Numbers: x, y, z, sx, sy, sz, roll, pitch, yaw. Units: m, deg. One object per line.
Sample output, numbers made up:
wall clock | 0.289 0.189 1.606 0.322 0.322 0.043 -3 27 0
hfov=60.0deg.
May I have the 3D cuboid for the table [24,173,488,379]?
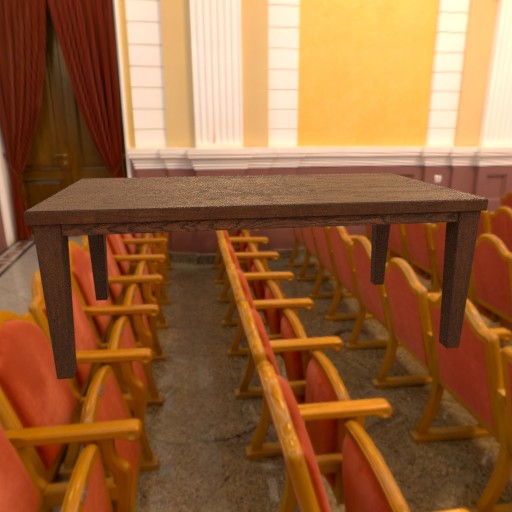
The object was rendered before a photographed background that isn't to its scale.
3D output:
table | 0.000 0.000 2.457 1.981 0.762 1.016 -3 17 -8
